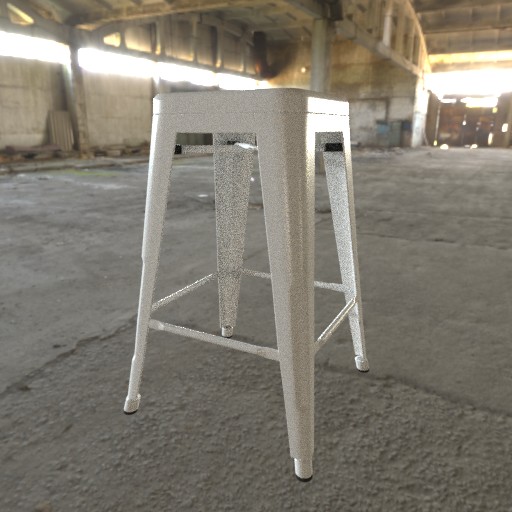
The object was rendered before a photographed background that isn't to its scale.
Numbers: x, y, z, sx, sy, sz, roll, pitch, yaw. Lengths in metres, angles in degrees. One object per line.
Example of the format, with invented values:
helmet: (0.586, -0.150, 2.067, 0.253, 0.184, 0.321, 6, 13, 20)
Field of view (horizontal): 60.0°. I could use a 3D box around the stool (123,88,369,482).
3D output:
stool: (0.000, 0.000, 0.894, 0.406, 0.610, 0.406, 8, 18, 26)
